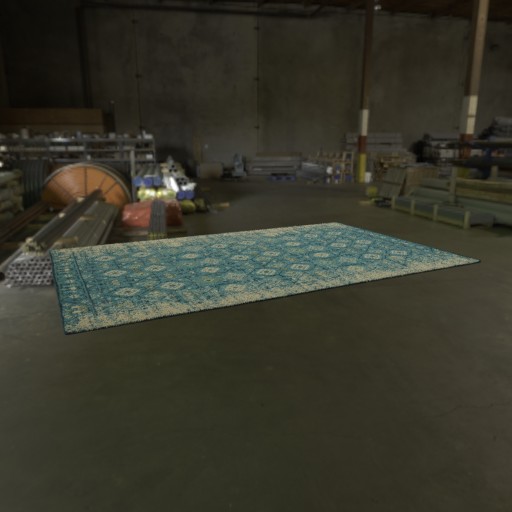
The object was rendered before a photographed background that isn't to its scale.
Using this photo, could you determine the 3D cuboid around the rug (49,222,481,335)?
[{"bbox_3d":[0.000,0.000,2.928,2.449,0.015,1.530,-7,16,-25],"label":"rug"}]
